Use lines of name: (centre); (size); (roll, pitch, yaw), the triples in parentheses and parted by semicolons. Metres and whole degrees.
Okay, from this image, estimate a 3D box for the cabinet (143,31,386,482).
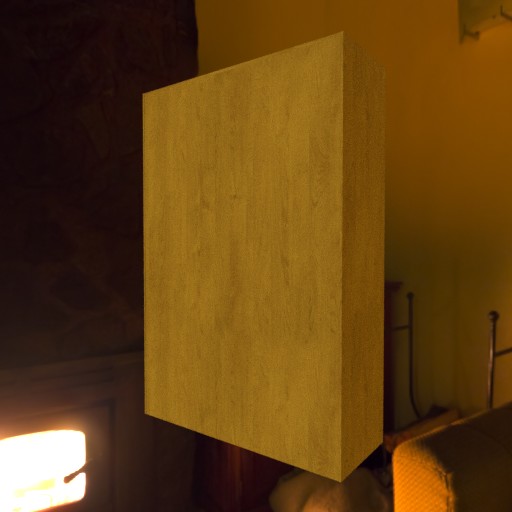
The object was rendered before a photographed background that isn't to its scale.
cabinet: (0.000, 0.000, 2.464); (1.290, 1.910, 0.510); (1, 2, 37)
